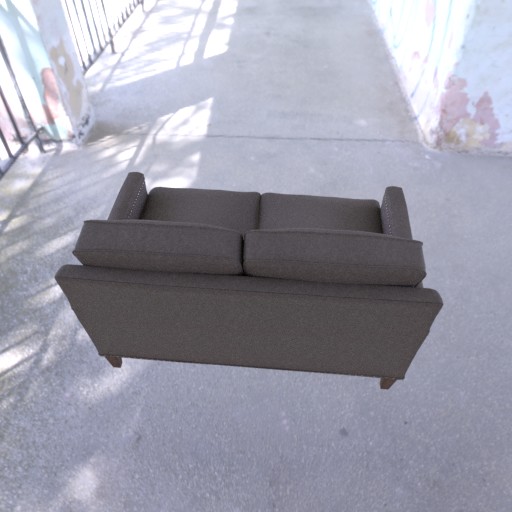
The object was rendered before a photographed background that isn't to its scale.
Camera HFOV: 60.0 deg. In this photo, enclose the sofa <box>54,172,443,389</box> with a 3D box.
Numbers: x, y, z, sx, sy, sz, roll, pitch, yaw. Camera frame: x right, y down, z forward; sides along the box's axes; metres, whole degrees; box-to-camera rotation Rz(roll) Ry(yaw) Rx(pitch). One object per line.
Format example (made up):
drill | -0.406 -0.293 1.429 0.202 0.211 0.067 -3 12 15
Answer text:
sofa | 0.000 0.000 2.307 1.597 1.003 1.084 4 46 4
